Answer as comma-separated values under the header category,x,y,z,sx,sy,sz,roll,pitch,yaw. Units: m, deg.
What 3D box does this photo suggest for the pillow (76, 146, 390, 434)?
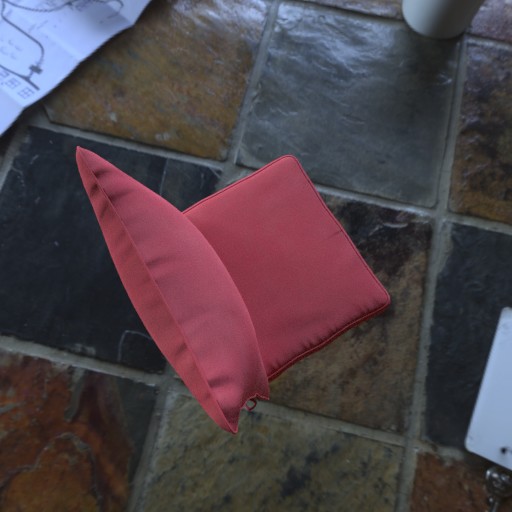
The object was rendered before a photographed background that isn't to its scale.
category,x,y,z,sx,sy,sz,roll,pitch,yaw
pillow,0.000,0.000,1.368,0.733,0.725,0.798,-30,77,-8
